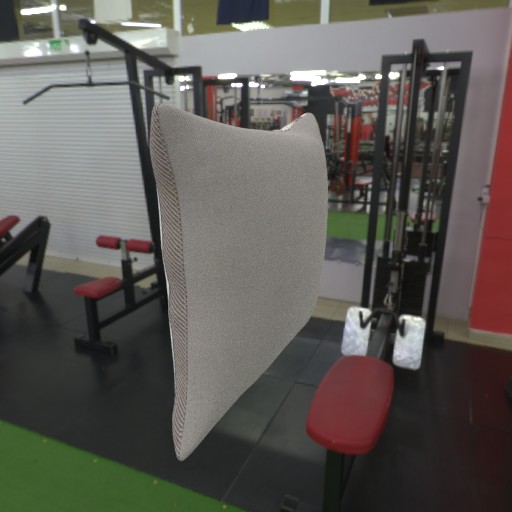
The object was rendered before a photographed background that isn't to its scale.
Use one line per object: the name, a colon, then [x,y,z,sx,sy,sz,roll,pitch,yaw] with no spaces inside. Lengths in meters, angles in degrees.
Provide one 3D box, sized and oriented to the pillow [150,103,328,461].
pillow: [0.000,0.000,0.637,0.173,0.401,0.416,8,18,25]
